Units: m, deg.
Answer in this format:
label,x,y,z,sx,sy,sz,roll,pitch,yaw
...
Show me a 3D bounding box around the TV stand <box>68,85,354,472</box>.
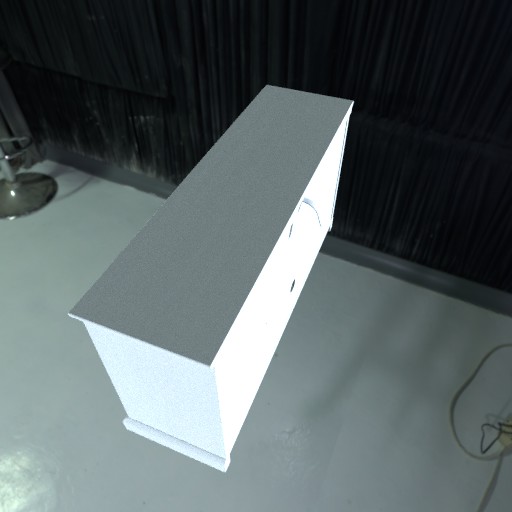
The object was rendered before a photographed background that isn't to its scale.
label,x,y,z,sx,sy,sz,roll,pitch,yaw
TV stand,0.000,0.000,1.514,0.424,0.624,1.187,16,48,15
